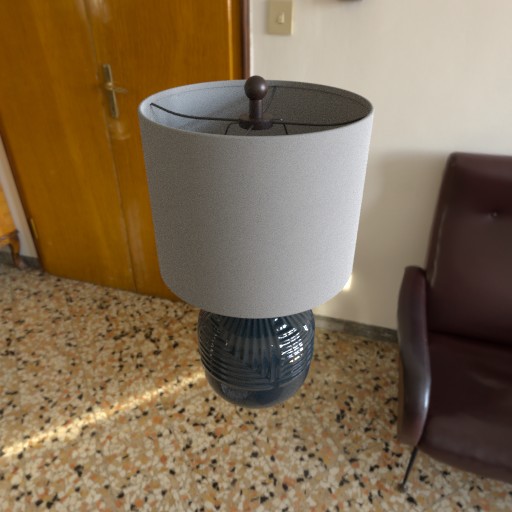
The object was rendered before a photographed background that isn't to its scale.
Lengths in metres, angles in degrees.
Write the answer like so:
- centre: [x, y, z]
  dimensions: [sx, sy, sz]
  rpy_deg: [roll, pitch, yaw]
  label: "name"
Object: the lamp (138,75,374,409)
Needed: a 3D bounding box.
- centre: [0.000, 0.000, 0.741]
  dimensions: [0.318, 0.567, 0.318]
  rpy_deg: [0, 32, 0]
  label: "lamp"
